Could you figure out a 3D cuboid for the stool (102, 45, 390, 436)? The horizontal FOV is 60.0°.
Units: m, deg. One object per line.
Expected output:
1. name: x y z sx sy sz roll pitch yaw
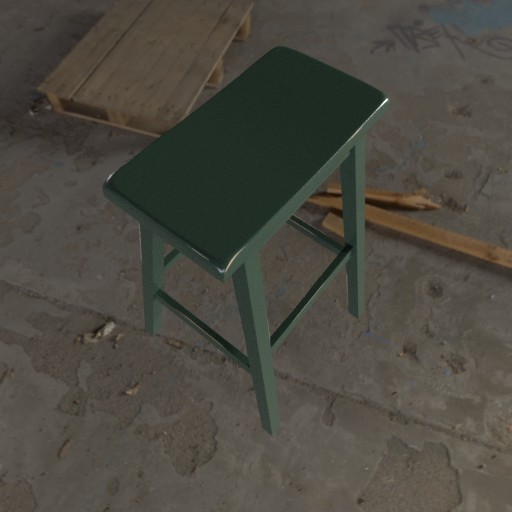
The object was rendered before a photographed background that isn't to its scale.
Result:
1. stool: 0.000 0.000 1.017 0.476 0.737 0.457 34 64 19
